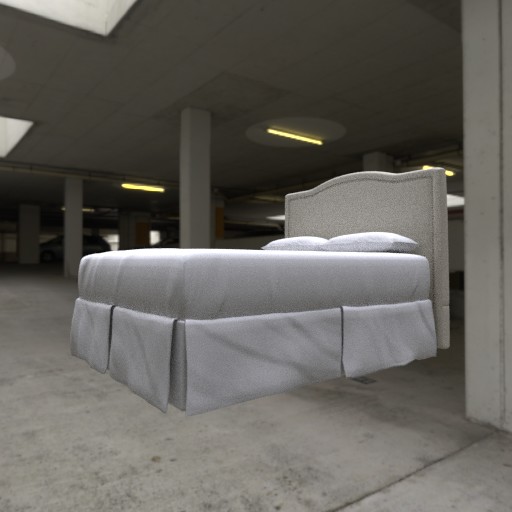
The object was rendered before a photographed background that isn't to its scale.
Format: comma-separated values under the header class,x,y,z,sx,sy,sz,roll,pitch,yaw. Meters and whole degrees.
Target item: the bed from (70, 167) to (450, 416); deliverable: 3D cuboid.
class,x,y,z,sx,sy,sz,roll,pitch,yaw
bed,0.000,0.000,3.212,2.196,1.449,1.741,1,-1,-38
